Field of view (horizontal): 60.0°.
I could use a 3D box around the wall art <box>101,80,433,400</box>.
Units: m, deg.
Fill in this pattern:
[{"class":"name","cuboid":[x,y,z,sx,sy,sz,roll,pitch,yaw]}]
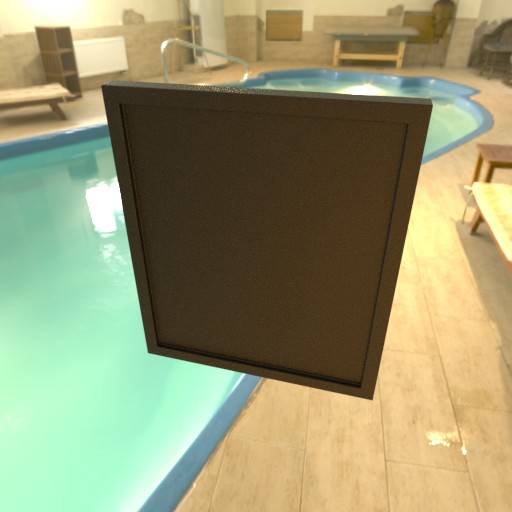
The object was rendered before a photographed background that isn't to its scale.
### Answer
[{"class":"wall art","cuboid":[0.000,0.000,0.535,0.328,0.381,0.028,8,33,13]}]
